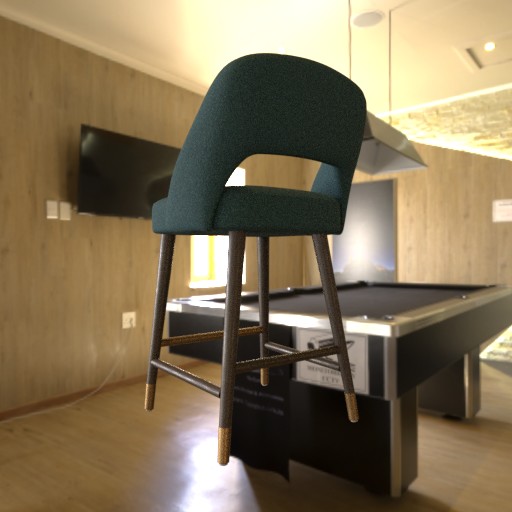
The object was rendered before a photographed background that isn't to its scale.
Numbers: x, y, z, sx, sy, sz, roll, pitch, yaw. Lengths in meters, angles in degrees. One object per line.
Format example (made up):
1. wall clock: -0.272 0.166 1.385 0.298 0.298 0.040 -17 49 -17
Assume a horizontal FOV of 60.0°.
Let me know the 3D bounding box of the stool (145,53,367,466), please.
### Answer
1. stool: 0.000 0.000 1.264 0.536 0.939 0.522 0 1 -36
